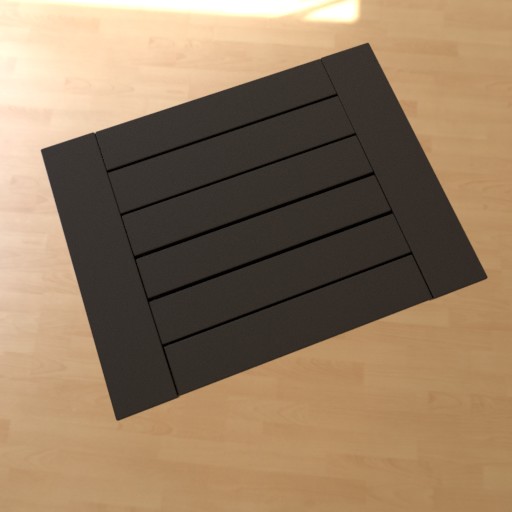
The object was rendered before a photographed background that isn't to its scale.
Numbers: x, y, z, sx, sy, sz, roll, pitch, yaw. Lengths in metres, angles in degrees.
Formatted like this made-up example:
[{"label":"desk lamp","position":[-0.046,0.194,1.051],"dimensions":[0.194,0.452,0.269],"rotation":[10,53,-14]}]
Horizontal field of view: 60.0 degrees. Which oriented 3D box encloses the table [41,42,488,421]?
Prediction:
[{"label":"table","position":[0.000,0.000,1.008],"dimensions":[0.602,0.604,0.460],"rotation":[-20,77,-5]}]
